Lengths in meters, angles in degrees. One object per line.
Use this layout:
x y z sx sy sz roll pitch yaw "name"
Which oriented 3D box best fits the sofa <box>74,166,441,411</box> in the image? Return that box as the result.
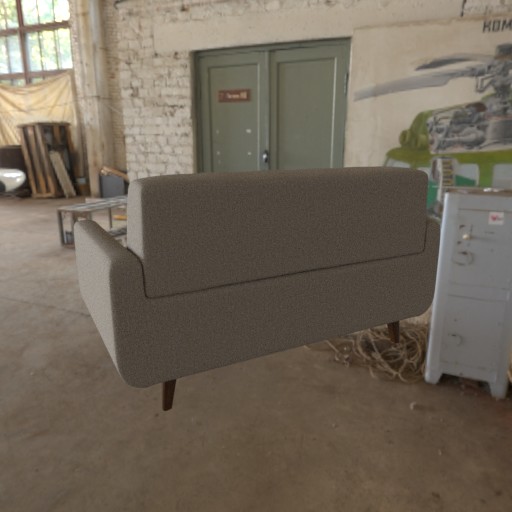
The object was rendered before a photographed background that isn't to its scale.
0.000 0.000 2.311 1.651 0.925 0.952 -8 17 -28 "sofa"
